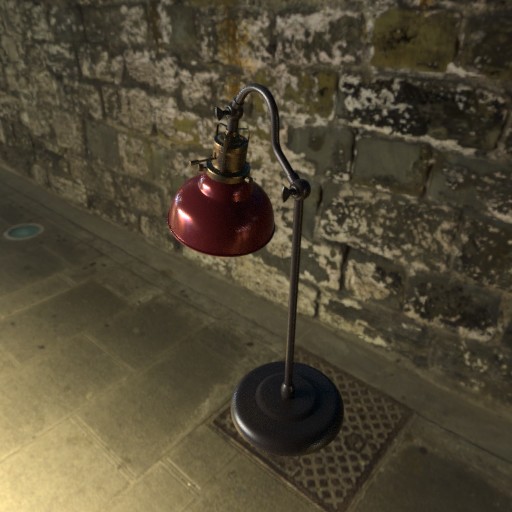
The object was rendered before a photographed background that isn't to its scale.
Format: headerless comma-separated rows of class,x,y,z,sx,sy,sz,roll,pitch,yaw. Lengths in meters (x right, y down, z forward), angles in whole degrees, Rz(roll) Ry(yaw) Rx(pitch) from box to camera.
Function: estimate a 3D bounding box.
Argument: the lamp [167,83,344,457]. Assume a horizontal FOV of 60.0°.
lamp,0.000,0.000,0.691,0.192,0.508,0.374,-20,36,-30
